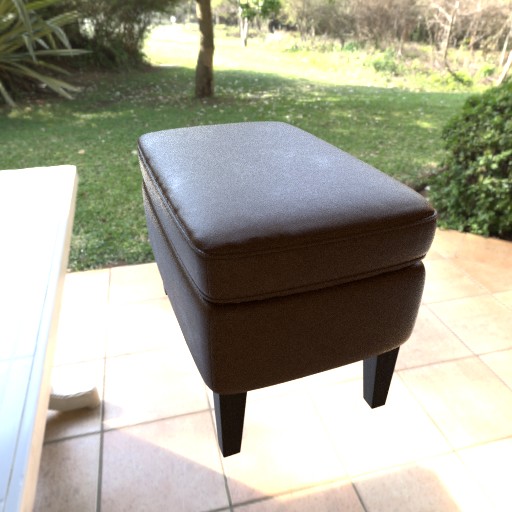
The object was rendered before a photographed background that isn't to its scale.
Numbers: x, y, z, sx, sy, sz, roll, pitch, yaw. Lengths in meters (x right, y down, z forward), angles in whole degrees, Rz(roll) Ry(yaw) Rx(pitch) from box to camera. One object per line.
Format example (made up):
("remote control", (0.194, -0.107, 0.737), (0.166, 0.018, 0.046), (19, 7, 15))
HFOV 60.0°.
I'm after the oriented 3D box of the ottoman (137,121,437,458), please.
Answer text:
("ottoman", (0.000, 0.000, 0.996), (0.420, 0.480, 0.670), (-11, 31, -18))
